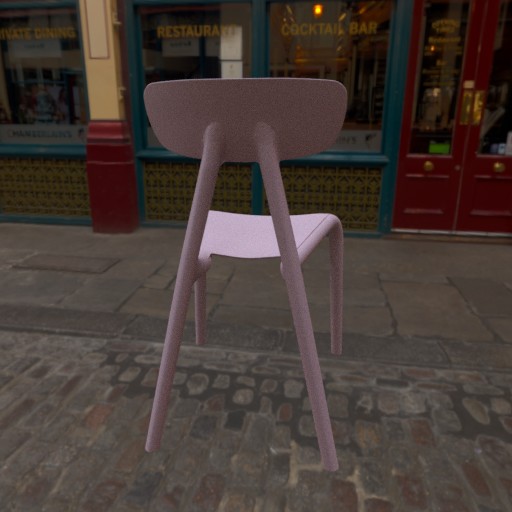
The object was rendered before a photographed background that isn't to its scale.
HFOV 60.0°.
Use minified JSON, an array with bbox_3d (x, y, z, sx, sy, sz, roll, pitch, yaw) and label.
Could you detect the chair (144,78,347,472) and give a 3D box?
[{"bbox_3d":[0.000,0.000,0.822,0.356,0.580,0.401,2,16,8],"label":"chair"}]
